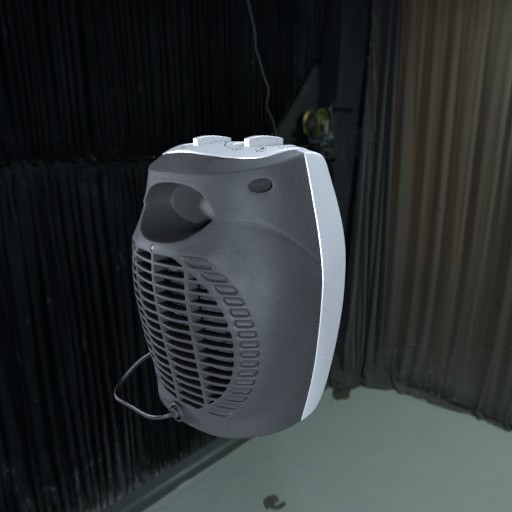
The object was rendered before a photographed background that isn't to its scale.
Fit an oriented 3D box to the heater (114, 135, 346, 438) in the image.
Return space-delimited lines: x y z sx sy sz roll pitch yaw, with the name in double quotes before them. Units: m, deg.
"heater" 0.000 0.000 0.457 0.239 0.240 0.291 14 20 41
